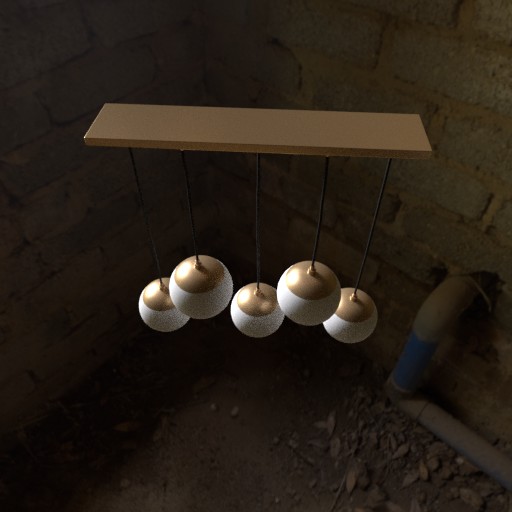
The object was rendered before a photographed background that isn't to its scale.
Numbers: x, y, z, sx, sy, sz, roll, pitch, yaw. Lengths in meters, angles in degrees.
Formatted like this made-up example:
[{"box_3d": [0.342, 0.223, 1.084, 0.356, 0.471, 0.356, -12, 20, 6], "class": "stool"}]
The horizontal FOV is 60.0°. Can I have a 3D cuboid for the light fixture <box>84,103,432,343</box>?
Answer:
[{"box_3d": [0.000, 0.000, 1.334, 0.863, 0.869, 0.299, 3, 46, 3], "class": "light fixture"}]
